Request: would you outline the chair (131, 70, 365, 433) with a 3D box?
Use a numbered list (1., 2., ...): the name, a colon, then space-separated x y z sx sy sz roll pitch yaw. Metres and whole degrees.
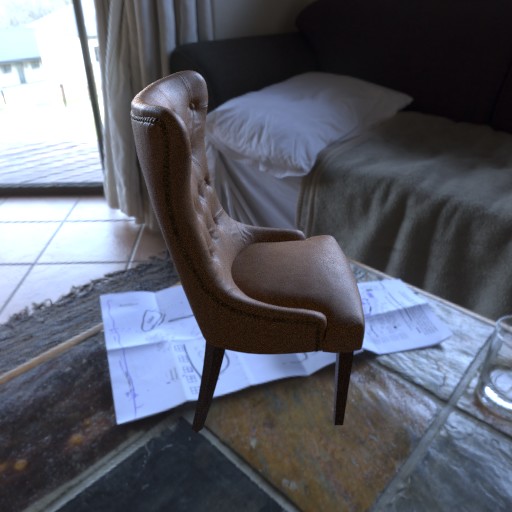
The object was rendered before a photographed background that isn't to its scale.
1. chair: 0.000 0.000 1.459 0.669 1.065 0.611 -1 31 -1
